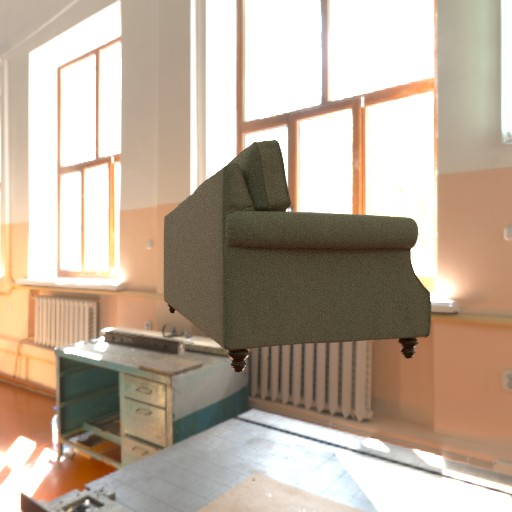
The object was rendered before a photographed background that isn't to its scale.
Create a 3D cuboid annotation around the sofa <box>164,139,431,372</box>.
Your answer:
[{"bbox_3d":[0.000,0.000,2.876,0.966,0.948,2.354,0,-1,-18],"label":"sofa"}]
